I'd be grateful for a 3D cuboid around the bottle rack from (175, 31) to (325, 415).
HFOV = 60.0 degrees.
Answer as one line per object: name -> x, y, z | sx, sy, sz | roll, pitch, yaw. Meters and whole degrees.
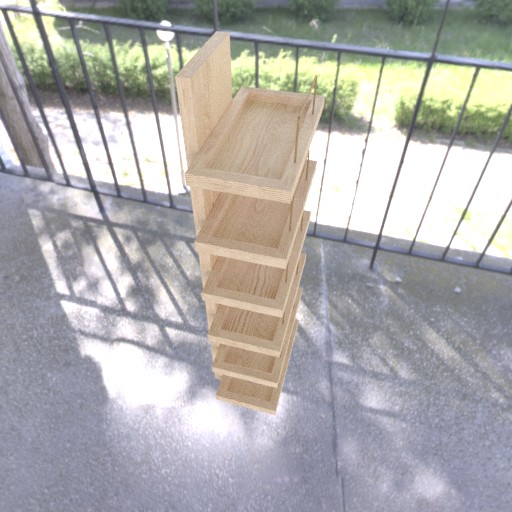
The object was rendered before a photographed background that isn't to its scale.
bottle rack -> 0.000, 0.000, 1.074 | 0.206, 0.943, 0.330 | 11, 47, 11
